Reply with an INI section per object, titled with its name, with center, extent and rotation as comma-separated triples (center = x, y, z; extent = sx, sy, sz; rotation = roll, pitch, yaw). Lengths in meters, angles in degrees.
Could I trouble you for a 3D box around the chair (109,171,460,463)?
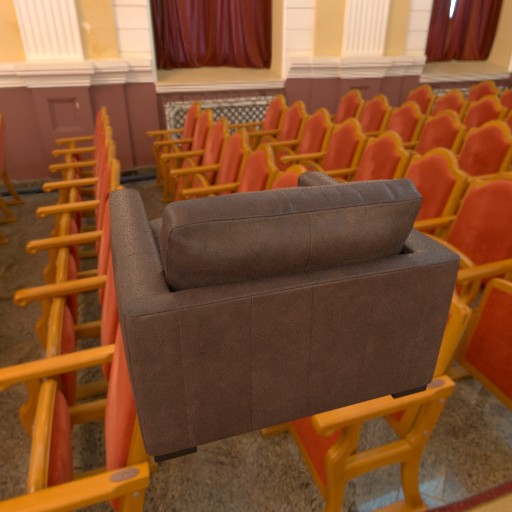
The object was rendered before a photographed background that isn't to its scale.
[chair]
center = 0.000, 0.000, 1.779
extent = 1.100, 0.812, 1.069
rotation = -8, 28, -16
